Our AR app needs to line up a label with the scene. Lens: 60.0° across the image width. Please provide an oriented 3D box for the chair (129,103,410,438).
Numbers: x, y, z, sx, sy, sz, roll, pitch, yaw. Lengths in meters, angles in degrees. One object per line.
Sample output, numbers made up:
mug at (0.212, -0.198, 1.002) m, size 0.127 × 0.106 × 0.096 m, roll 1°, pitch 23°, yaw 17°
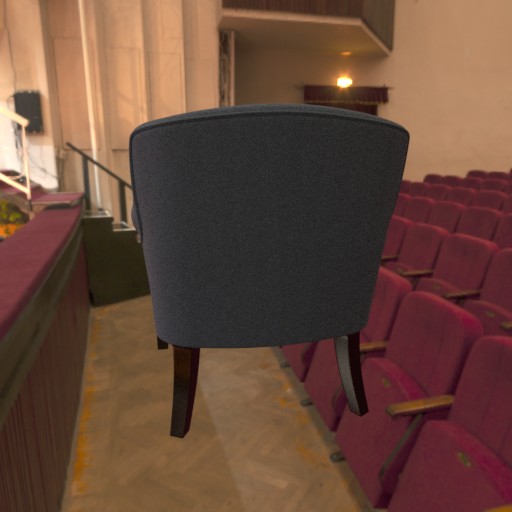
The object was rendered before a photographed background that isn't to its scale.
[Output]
chair at (0.000, 0.000, 1.441) m, size 0.770 × 0.878 × 0.754 m, roll -3°, pitch 14°, yaw -11°
